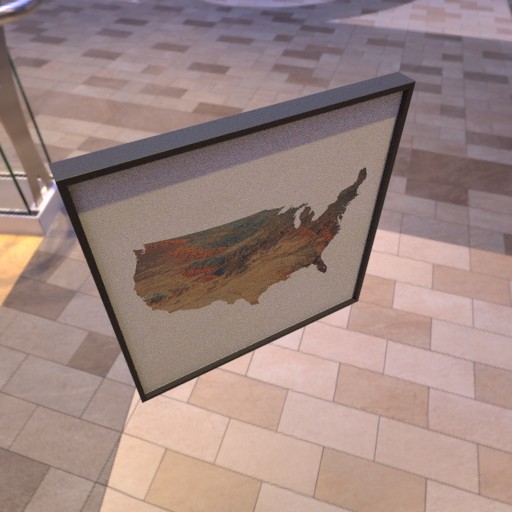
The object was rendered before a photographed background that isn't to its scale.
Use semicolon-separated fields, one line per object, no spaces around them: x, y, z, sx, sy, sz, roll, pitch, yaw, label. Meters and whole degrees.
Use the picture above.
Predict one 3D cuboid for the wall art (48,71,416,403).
0.000;0.000;0.748;0.507;0.507;0.038;-21;49;-20;wall art
